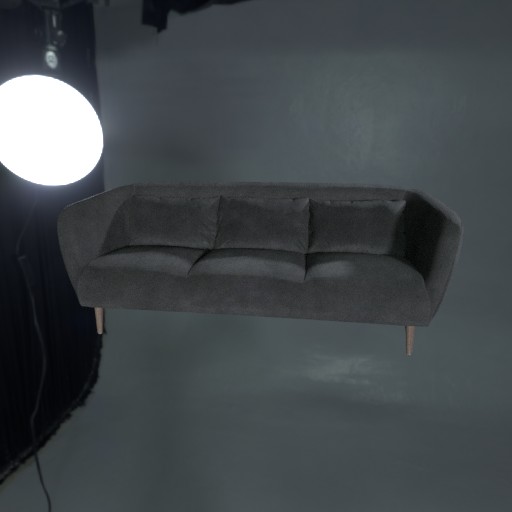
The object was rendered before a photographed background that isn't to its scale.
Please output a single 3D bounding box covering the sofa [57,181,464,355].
[{"bbox_3d":[0.000,0.000,2.841,2.296,0.875,0.956,2,14,9],"label":"sofa"}]
